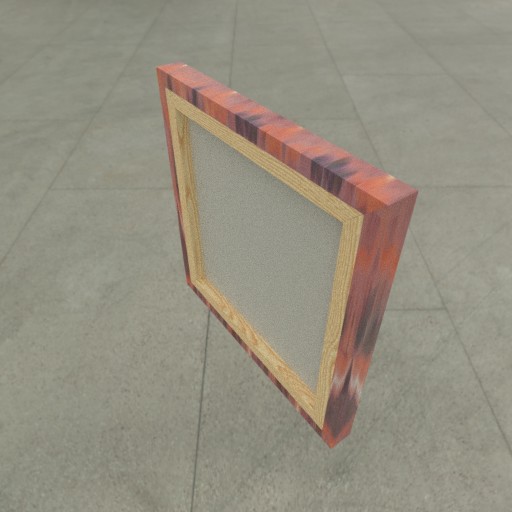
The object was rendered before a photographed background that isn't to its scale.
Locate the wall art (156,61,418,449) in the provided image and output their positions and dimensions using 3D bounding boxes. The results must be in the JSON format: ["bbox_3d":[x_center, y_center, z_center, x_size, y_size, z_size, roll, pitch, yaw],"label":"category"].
[{"bbox_3d":[0.000,0.000,0.610,0.038,0.406,0.403,-26,47,-26],"label":"wall art"}]
